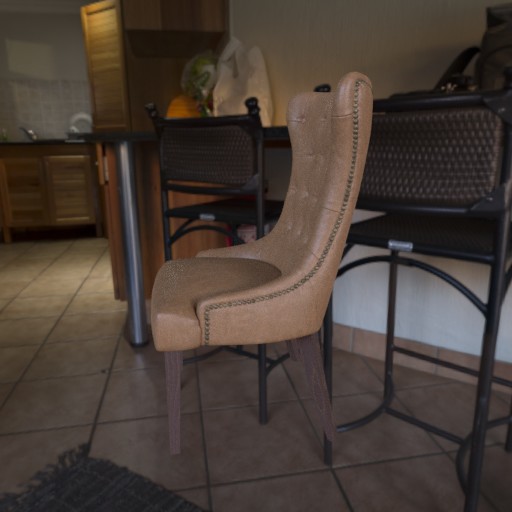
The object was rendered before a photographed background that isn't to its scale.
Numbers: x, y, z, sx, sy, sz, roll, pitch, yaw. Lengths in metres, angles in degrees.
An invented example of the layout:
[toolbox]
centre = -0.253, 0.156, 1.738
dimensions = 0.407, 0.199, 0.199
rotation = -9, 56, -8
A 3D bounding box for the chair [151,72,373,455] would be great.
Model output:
[chair]
centre = 0.000, 0.000, 1.453
dimensions = 0.669, 1.065, 0.611
rotation = -2, 15, -8
